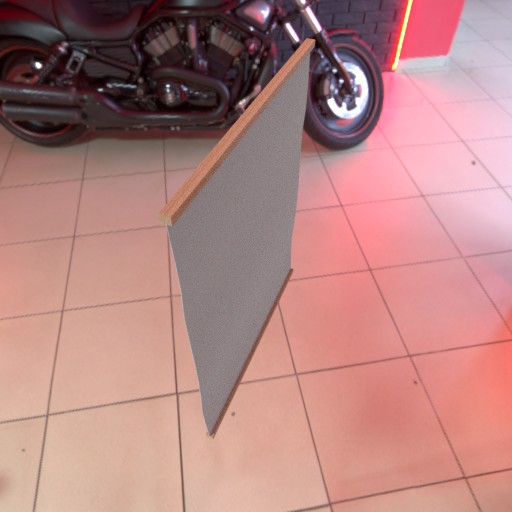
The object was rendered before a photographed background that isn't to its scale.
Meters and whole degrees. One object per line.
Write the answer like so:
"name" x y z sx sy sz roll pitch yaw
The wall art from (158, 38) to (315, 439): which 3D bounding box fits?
"wall art" 0.000 0.000 0.693 0.013 0.508 0.406 17 50 15
